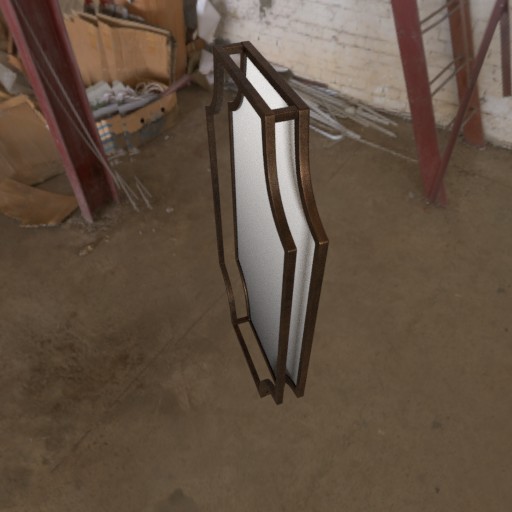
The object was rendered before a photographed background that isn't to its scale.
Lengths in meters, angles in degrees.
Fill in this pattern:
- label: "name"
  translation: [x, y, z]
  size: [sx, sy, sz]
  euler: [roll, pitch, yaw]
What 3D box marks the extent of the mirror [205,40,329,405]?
- label: "mirror"
  translation: [0.000, 0.000, 0.974]
  size: [0.066, 0.811, 0.462]
  euler: [-14, 48, -13]
